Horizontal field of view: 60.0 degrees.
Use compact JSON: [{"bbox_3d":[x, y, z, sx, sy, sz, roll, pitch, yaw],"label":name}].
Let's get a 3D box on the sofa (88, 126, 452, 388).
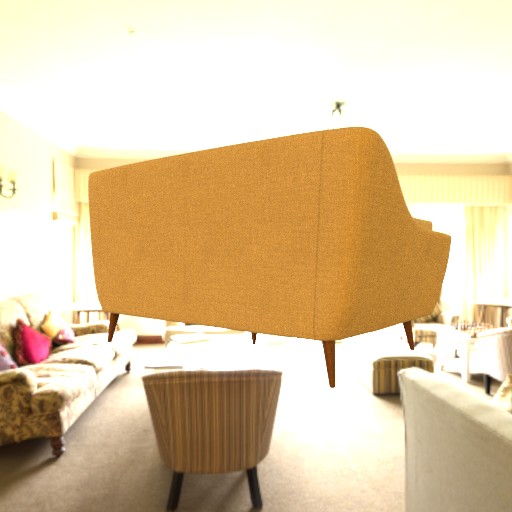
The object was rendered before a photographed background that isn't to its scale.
[{"bbox_3d":[0.000,0.000,2.219,1.652,0.888,0.965,0,1,37],"label":"sofa"}]
